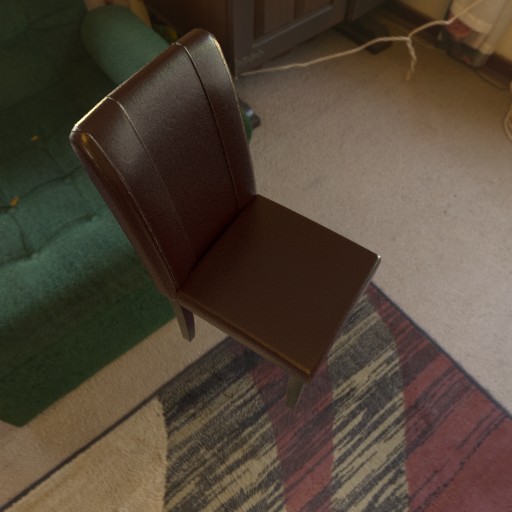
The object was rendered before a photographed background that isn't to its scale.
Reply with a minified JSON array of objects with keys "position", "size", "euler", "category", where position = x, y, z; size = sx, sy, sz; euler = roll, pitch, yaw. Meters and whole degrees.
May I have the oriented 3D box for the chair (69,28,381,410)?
[{"position":[0.000,0.000,1.156],"size":[0.556,0.897,0.399],"euler":[29,63,16],"category":"chair"}]
